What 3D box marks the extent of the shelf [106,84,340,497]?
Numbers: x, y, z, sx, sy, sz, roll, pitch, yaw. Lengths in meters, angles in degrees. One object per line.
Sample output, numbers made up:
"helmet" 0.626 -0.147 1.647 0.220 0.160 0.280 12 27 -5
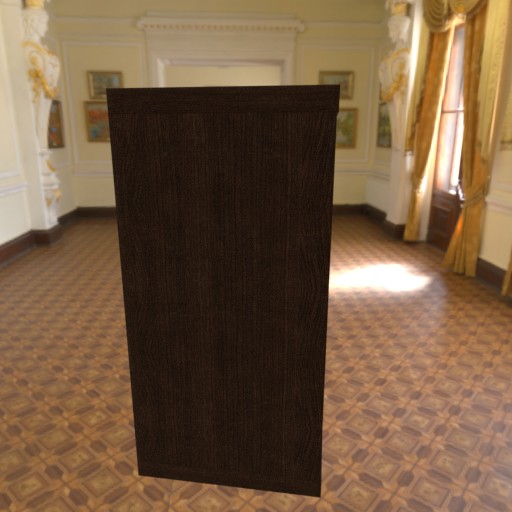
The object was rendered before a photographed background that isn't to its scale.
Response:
"shelf" 0.000 0.000 1.201 0.390 0.786 0.790 2 16 9
